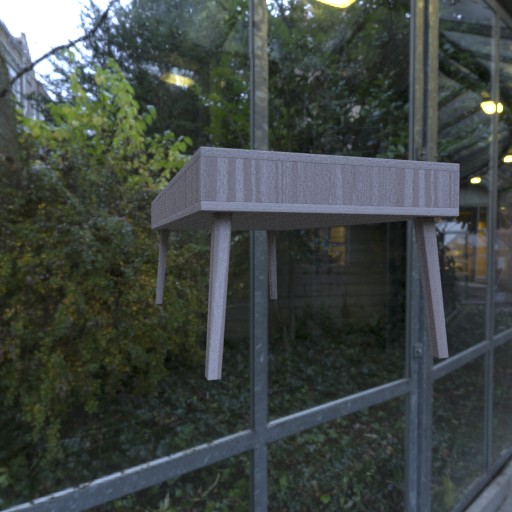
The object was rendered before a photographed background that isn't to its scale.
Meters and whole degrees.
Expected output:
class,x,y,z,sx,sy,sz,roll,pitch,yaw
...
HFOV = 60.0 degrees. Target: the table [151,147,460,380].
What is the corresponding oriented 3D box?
class,x,y,z,sx,sy,sz,roll,pitch,yaw
table,0.000,0.000,1.503,0.600,0.450,1.200,-1,2,-18
